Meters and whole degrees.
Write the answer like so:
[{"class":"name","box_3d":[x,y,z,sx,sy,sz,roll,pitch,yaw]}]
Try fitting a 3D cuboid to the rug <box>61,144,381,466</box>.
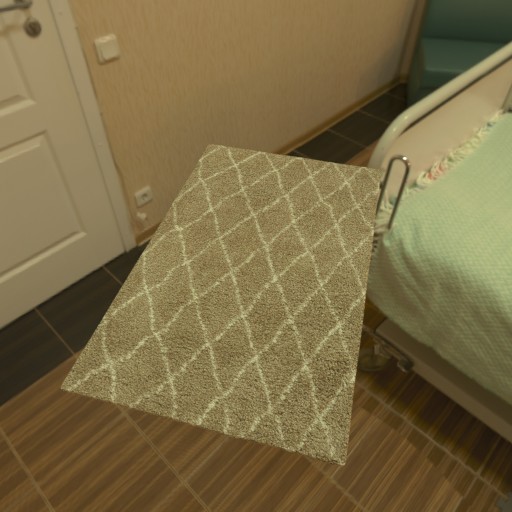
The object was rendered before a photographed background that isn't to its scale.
[{"class":"rug","box_3d":[0.000,0.000,3.041,1.524,0.030,2.438,11,48,10]}]
